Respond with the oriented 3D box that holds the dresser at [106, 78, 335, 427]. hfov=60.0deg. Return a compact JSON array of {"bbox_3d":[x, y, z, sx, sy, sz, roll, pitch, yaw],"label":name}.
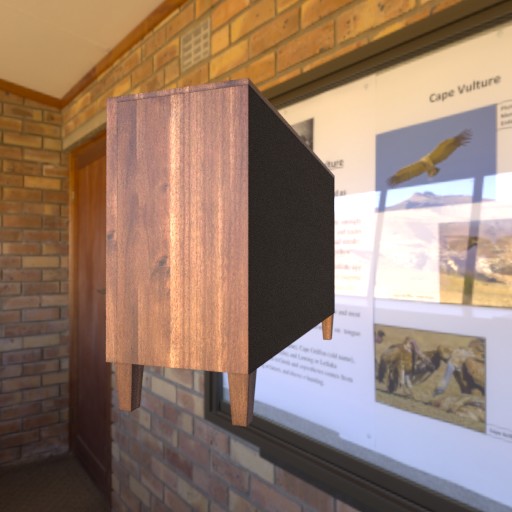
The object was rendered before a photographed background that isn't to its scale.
[{"bbox_3d":[0.000,0.000,1.846,0.438,0.892,1.387,0,0,19],"label":"dresser"}]
